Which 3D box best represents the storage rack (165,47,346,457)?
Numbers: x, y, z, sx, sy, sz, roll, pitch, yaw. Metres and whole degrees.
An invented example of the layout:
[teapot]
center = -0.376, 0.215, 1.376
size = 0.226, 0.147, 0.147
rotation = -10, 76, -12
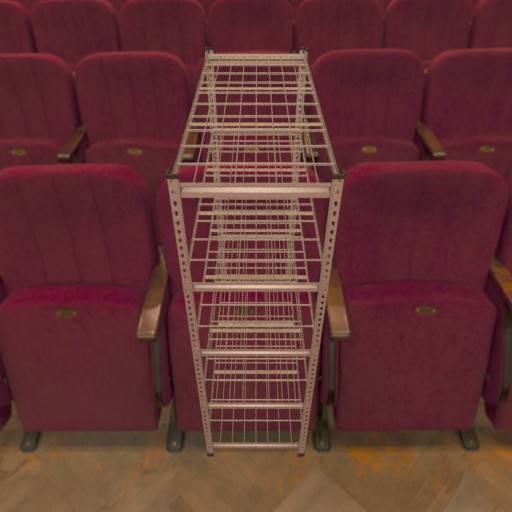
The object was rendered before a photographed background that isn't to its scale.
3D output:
[storage rack]
center = 0.000, 0.000, 2.701
size = 0.610, 1.981, 1.524
rotation = 0, 40, 0
